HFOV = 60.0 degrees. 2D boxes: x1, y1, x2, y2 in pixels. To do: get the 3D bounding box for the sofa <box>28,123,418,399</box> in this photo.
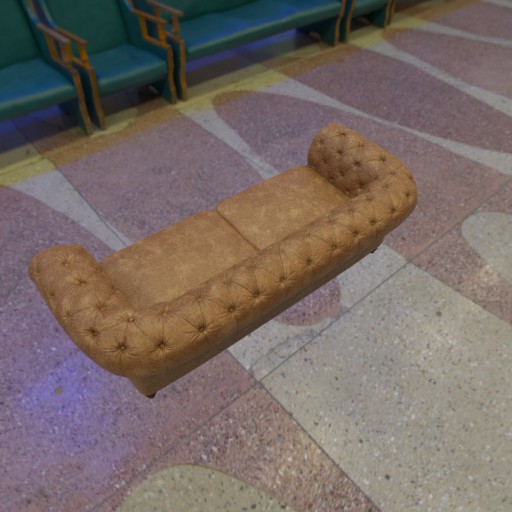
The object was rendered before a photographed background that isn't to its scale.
[{"bbox_3d":[0.000,0.000,2.793,2.365,0.760,0.989,-30,53,-26],"label":"sofa"}]
